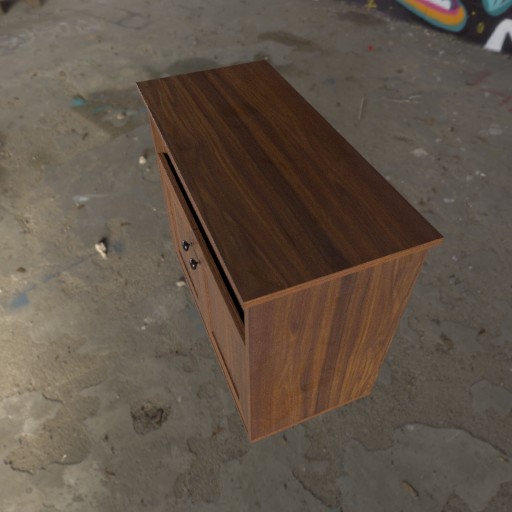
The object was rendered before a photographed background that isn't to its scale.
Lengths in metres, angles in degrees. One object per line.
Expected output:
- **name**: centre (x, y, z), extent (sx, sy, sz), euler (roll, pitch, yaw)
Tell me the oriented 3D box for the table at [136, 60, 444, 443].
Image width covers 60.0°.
- **table**: centre (0.000, 0.000, 1.250), extent (0.390, 0.725, 0.802), euler (-17, 49, -15)
